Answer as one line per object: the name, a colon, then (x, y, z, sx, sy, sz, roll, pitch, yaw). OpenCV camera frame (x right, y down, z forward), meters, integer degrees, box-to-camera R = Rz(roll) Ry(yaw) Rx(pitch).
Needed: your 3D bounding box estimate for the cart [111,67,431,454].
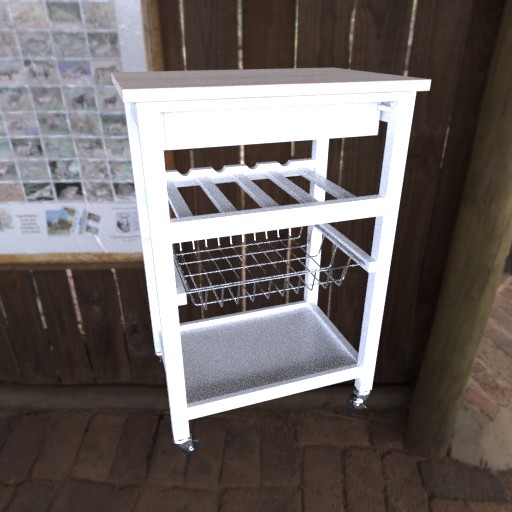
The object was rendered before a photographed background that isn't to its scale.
cart: (0.000, 0.000, 1.134, 0.578, 0.857, 0.406, -8, 27, -17)
